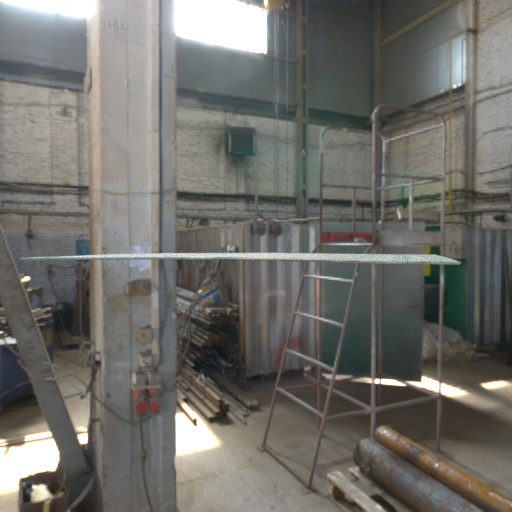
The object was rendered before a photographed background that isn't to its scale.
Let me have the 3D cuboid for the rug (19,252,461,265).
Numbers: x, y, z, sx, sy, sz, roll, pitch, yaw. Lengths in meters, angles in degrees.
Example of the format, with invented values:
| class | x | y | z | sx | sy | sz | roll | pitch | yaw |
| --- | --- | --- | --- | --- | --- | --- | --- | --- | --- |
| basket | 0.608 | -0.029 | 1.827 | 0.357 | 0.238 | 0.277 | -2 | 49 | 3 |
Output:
| class | x | y | z | sx | sy | sz | roll | pitch | yaw |
| --- | --- | --- | --- | --- | --- | --- | --- | --- | --- |
| rug | 0.000 | 0.000 | 2.866 | 2.260 | 0.026 | 1.611 | 0 | 1 | 19 |
